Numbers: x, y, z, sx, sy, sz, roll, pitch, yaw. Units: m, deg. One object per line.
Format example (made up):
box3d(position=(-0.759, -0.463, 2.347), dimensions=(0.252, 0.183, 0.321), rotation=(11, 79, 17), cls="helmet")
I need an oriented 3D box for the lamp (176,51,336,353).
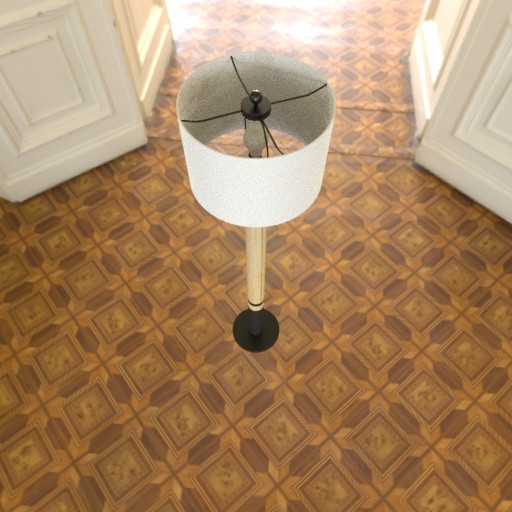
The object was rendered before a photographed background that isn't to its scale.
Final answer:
box3d(position=(0.000, 0.000, 1.669), dimensions=(0.381, 1.478, 0.381), rotation=(-35, 65, -19), cls="lamp")
